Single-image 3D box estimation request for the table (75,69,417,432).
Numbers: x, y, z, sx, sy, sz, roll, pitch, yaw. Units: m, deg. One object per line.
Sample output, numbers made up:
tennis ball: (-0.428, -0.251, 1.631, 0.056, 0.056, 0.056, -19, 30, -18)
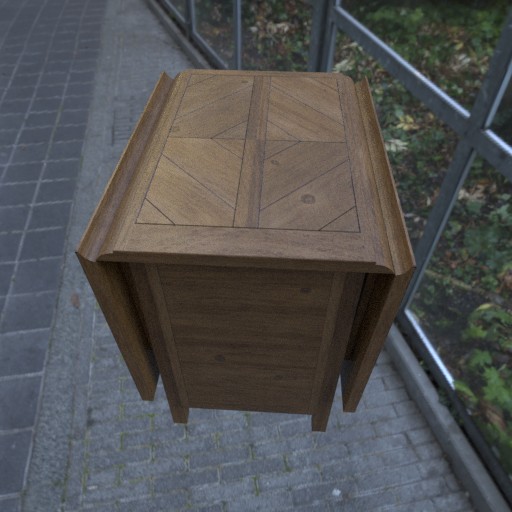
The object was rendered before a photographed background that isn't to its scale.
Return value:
table: (0.000, 0.000, 1.289, 0.591, 0.763, 0.746, 2, 46, 2)
